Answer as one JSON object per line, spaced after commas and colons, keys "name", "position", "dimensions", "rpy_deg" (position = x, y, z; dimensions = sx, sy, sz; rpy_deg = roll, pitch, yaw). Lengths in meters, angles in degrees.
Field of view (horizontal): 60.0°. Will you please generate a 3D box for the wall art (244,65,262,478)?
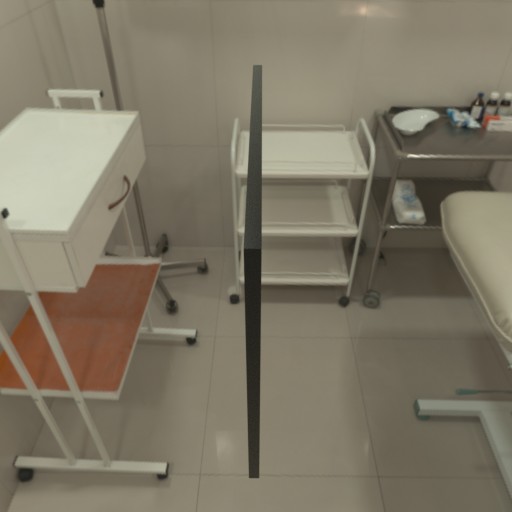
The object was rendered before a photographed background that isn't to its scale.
{"name": "wall art", "position": [0.000, 0.000, 0.538], "dimensions": [0.012, 0.332, 0.383], "rpy_deg": [0, 40, 1]}
